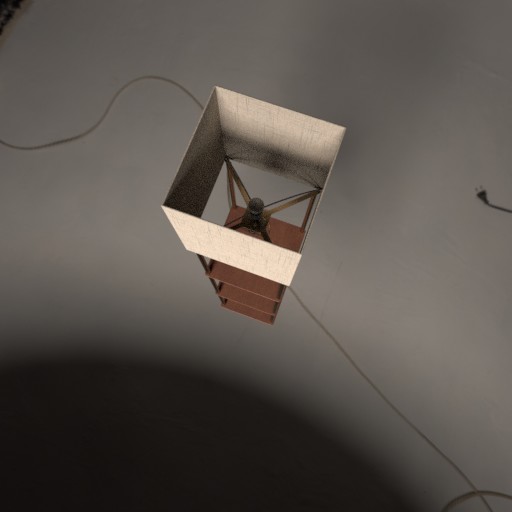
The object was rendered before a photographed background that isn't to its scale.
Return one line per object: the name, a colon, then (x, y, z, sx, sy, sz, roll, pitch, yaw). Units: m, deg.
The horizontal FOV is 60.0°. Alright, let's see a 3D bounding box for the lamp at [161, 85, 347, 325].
lamp: (0.000, 0.000, 1.706, 0.310, 1.569, 0.308, 20, 77, 5)
